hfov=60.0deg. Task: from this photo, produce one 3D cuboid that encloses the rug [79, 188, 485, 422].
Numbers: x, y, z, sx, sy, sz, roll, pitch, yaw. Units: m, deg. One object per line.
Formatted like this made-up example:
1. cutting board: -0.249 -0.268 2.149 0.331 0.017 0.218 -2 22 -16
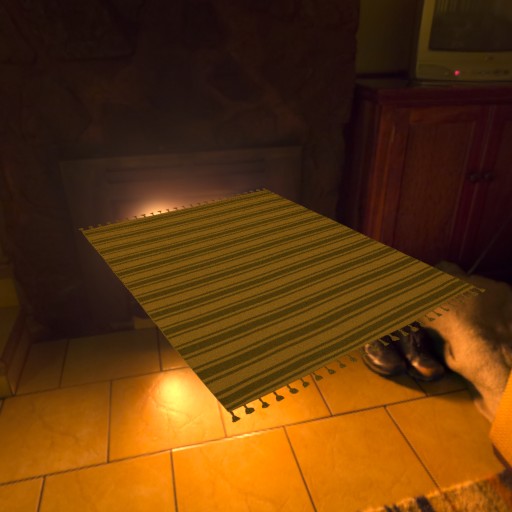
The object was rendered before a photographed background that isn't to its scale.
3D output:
1. rug: 0.000 0.000 4.179 2.439 0.005 3.201 -17 32 -30
